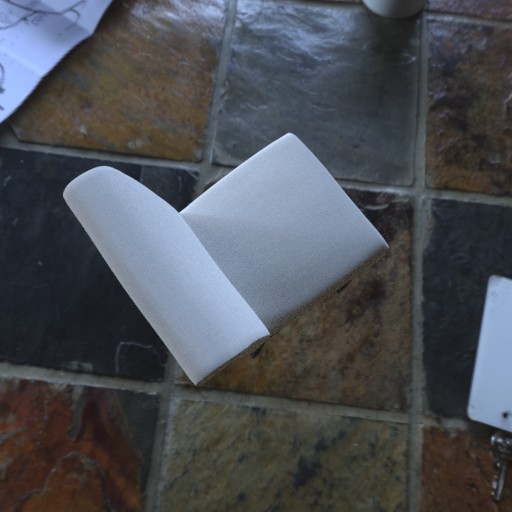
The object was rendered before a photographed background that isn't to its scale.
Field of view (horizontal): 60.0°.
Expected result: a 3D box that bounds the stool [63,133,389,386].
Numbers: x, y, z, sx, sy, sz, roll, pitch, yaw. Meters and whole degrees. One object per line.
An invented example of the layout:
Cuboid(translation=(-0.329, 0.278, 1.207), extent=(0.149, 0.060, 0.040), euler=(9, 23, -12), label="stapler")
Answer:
Cuboid(translation=(0.000, 0.000, 1.289), extent=(0.597, 0.976, 0.452), euler=(-36, 78, -9), label="stool")
